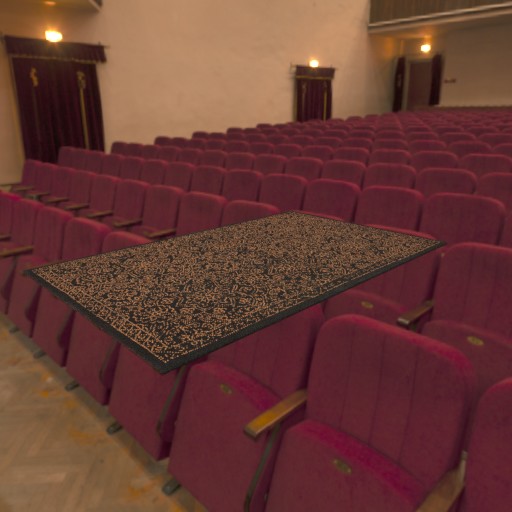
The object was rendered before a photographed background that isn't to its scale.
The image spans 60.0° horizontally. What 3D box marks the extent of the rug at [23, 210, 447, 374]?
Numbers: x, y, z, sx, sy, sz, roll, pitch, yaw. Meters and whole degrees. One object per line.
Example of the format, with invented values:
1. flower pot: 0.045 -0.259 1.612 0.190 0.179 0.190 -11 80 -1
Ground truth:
1. rug: 0.000 0.000 2.958 2.441 0.015 1.526 -17 24 -42
